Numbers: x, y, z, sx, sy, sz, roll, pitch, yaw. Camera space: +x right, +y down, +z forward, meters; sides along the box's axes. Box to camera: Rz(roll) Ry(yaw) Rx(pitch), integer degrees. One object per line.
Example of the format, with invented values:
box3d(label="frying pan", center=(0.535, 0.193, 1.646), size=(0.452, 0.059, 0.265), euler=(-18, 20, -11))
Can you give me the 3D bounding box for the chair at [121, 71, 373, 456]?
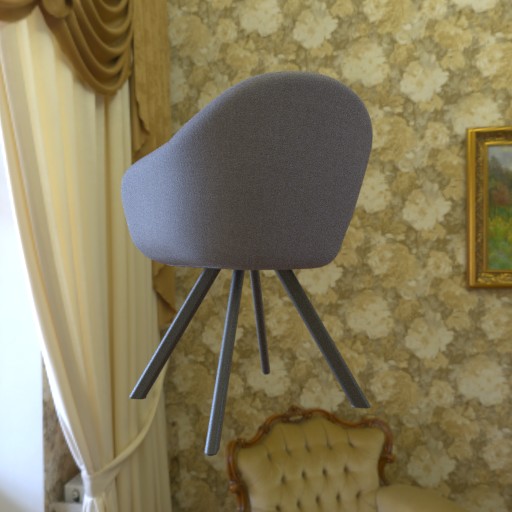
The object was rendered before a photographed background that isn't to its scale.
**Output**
box3d(label="chair", center=(0.000, 0.000, 1.169), size=(0.590, 0.795, 0.550), euler=(0, 0, -36))
